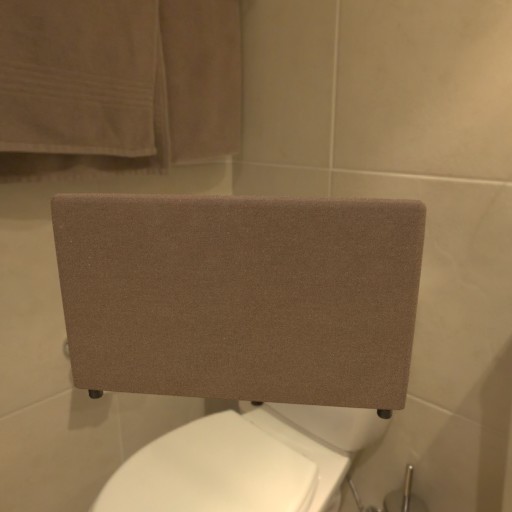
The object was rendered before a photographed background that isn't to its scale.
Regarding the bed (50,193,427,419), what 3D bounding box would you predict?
[{"bbox_3d":[0.000,0.000,3.618,2.119,1.317,2.341,2,16,6],"label":"bed"}]
